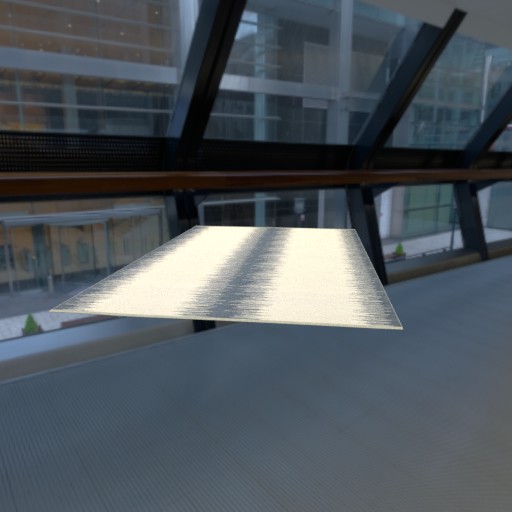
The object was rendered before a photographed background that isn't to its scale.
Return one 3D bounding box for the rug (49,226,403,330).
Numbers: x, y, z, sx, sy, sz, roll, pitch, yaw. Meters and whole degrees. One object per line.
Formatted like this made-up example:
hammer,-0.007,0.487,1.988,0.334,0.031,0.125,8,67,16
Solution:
rug,0.000,0.000,3.038,1.519,0.003,2.453,2,13,8
